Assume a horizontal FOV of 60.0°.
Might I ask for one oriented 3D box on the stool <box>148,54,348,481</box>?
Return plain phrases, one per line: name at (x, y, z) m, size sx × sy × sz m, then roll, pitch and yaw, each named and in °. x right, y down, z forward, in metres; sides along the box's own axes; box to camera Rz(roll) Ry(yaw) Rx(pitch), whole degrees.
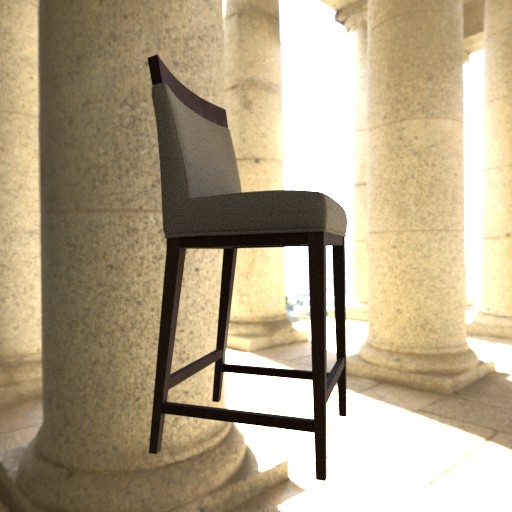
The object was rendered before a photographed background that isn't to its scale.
stool at (0.000, 0.000, 1.406) m, size 0.531 × 1.117 × 0.511 m, roll 0°, pitch 1°, yaw 18°
